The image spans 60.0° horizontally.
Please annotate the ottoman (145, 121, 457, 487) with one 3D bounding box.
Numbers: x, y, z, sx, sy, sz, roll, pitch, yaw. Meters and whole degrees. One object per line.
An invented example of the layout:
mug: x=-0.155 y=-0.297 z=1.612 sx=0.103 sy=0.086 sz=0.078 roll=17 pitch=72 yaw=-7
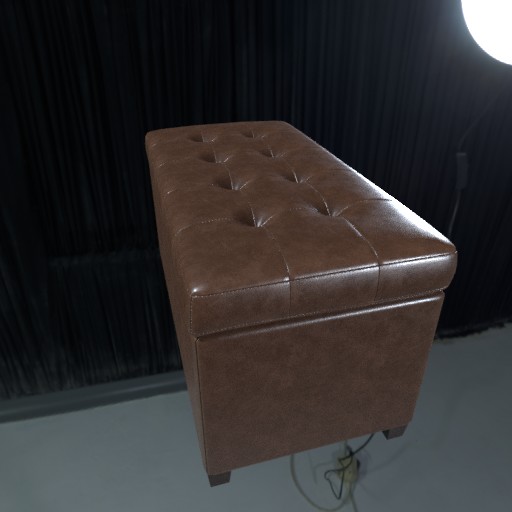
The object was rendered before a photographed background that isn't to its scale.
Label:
ottoman: x=0.000 y=0.000 z=1.080 sx=0.432 sy=0.470 sz=0.838 roll=-8 pitch=32 yaw=-14
